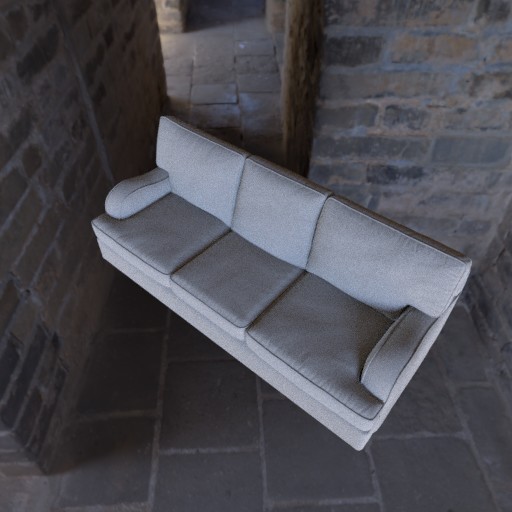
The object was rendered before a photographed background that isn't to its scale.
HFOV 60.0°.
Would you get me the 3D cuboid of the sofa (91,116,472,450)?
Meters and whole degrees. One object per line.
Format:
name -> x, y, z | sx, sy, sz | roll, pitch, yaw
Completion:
sofa -> 0.000, 0.000, 2.893 | 2.323, 0.997, 1.016 | 31, 53, 27
